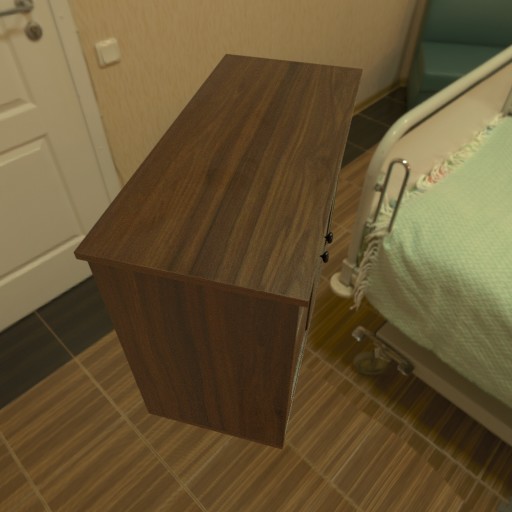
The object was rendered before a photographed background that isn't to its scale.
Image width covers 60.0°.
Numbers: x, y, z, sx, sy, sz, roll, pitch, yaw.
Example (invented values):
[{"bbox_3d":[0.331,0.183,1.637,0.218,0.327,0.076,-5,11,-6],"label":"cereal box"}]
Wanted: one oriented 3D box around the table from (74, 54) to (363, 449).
[{"bbox_3d":[0.000,0.000,1.202,0.390,0.725,0.802,11,47,10],"label":"table"}]
